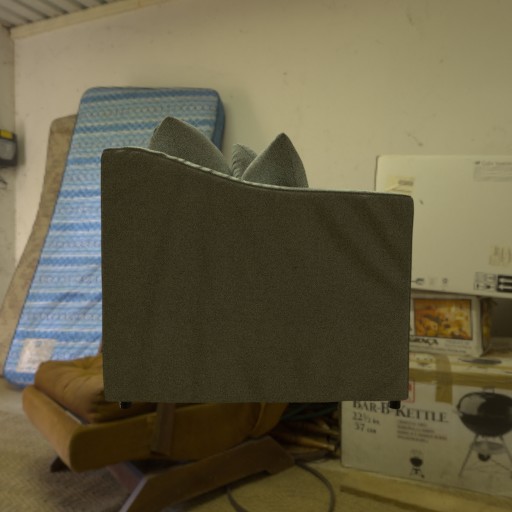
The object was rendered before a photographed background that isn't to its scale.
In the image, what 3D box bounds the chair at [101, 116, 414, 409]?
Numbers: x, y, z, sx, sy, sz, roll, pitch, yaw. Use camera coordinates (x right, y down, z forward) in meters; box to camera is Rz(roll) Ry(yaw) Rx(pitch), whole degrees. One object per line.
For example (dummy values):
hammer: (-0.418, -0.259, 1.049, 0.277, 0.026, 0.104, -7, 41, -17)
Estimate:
chair: (0.000, 0.000, 2.061, 1.071, 1.059, 1.194, 0, 1, 0)
